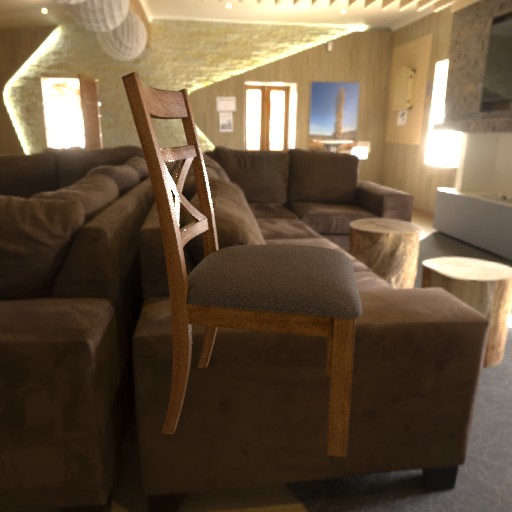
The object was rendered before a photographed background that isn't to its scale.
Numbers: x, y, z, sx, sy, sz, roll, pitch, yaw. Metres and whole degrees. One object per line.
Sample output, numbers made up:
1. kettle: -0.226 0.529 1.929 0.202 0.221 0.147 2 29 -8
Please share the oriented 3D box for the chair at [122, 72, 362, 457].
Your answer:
1. chair: 0.000 0.000 1.281 0.581 0.949 0.470 2 16 8
